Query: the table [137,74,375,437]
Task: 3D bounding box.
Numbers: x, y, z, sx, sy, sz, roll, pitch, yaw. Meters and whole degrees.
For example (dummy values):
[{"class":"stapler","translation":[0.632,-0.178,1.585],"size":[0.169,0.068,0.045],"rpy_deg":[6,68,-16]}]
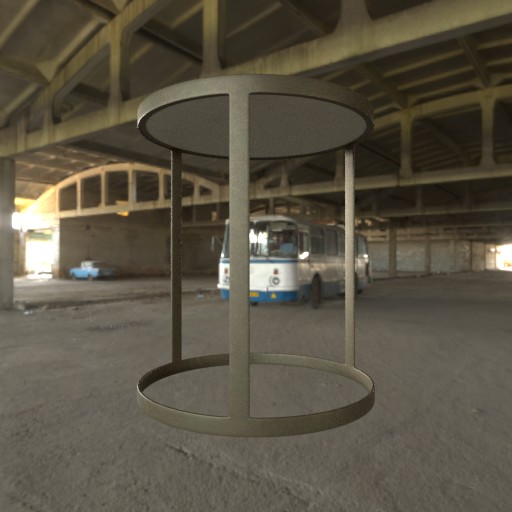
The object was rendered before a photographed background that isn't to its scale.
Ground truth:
[{"class":"table","translation":[0.000,0.000,0.928],"size":[0.480,0.565,0.480],"rpy_deg":[0,0,0]}]
